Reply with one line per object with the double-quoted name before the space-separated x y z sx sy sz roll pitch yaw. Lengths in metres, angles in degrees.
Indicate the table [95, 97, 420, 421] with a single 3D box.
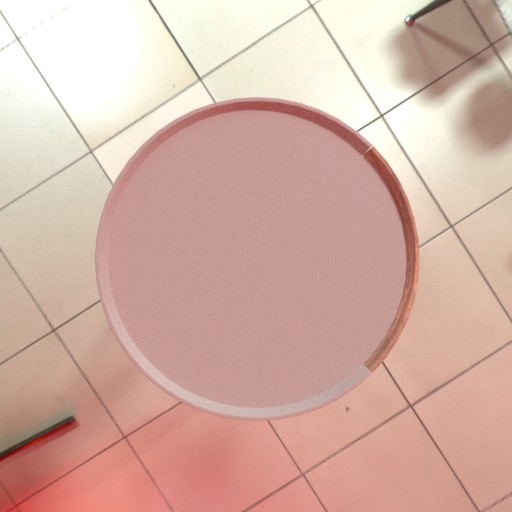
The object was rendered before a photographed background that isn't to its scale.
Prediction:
"table" 0.000 0.000 0.875 0.450 0.530 0.450 0 91 0
